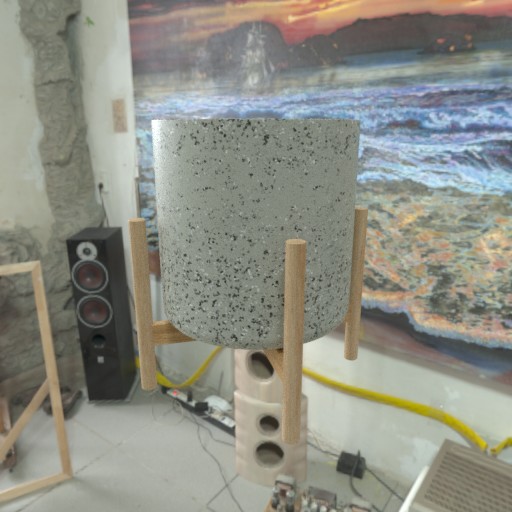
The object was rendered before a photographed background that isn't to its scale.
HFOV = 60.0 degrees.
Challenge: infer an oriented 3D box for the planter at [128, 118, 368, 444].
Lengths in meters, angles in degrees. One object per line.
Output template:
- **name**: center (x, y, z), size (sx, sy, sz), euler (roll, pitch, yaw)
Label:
- **planter**: center (0.000, 0.000, 0.716), size (0.360, 0.419, 0.360), euler (2, 16, 7)
